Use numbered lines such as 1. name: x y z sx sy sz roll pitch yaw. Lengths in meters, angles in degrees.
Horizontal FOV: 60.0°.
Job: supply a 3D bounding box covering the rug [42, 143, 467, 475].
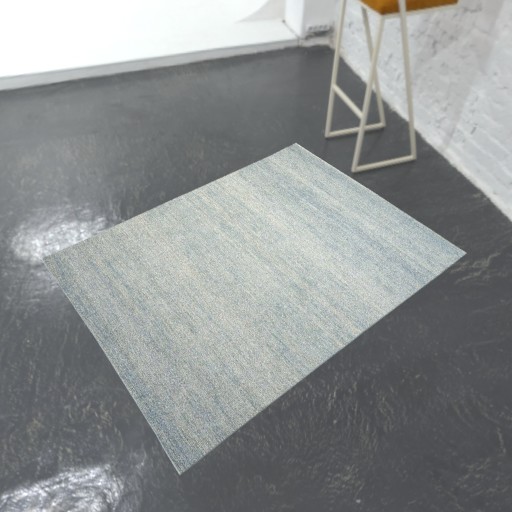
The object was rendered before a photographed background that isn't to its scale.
1. rug: 0.000 0.000 4.217 3.237 0.046 2.461 -30 53 -25
